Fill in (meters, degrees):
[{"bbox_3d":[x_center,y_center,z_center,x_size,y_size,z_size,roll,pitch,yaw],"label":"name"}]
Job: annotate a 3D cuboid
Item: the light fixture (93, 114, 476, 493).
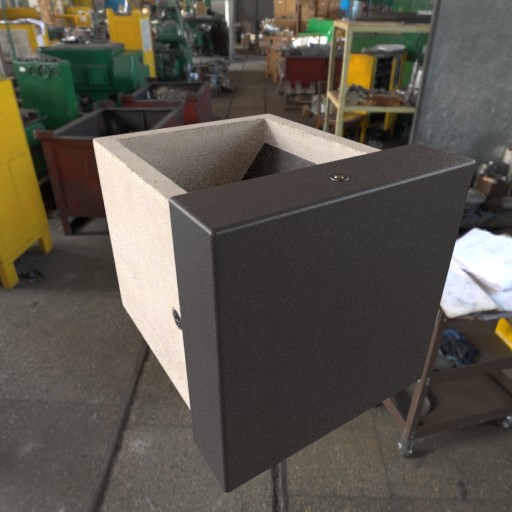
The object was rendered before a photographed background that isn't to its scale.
[{"bbox_3d":[0.000,0.000,0.232,0.121,0.121,0.143,-18,34,-28],"label":"light fixture"}]
